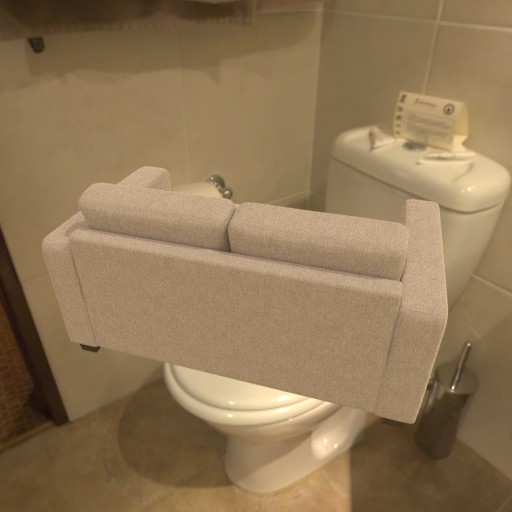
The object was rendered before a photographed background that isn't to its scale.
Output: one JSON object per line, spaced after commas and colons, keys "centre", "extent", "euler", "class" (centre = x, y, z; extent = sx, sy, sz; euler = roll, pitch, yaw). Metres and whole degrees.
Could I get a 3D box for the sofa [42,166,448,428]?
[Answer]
{"centre": [0.000, 0.000, 2.012], "extent": [1.540, 0.800, 0.900], "euler": [10, 35, 14], "class": "sofa"}
